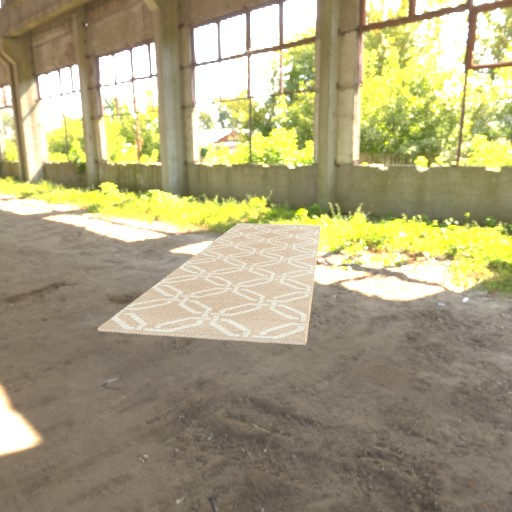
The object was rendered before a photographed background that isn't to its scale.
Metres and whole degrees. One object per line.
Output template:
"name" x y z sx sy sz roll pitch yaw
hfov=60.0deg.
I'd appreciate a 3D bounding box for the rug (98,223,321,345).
"rug" 0.000 0.000 2.482 0.678 0.014 2.276 2 13 9
